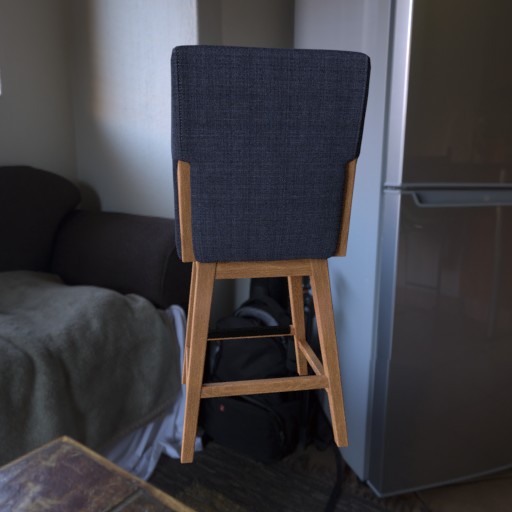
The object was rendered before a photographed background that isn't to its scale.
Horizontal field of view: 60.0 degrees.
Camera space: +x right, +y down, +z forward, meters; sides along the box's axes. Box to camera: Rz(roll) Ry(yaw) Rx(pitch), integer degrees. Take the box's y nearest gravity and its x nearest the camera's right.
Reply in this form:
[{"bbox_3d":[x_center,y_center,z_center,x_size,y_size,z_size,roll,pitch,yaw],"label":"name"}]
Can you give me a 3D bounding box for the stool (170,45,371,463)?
[{"bbox_3d":[0.000,0.000,1.279,0.459,1.010,0.526,-2,12,-9],"label":"stool"}]
